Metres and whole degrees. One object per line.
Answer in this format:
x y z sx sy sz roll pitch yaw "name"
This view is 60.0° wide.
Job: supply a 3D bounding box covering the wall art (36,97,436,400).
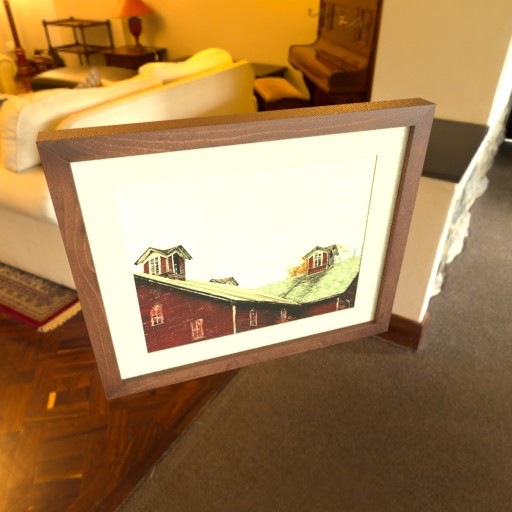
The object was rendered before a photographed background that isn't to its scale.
0.000 0.000 0.527 0.401 0.328 0.030 -10 34 -15 "wall art"
